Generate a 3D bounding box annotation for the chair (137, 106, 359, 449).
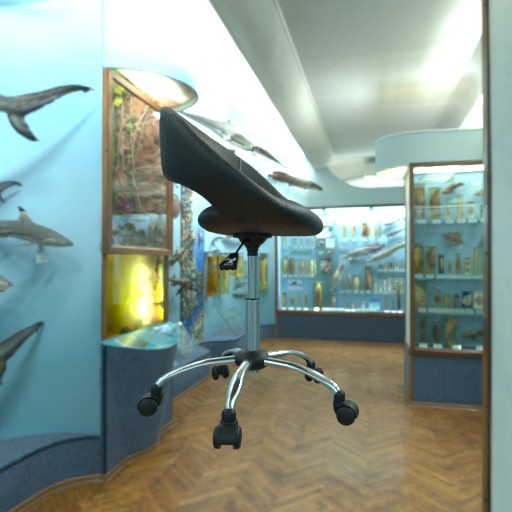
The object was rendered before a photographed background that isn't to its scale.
[{"bbox_3d":[0.000,0.000,1.179,0.538,0.791,0.612,0,-1,17],"label":"chair"}]
